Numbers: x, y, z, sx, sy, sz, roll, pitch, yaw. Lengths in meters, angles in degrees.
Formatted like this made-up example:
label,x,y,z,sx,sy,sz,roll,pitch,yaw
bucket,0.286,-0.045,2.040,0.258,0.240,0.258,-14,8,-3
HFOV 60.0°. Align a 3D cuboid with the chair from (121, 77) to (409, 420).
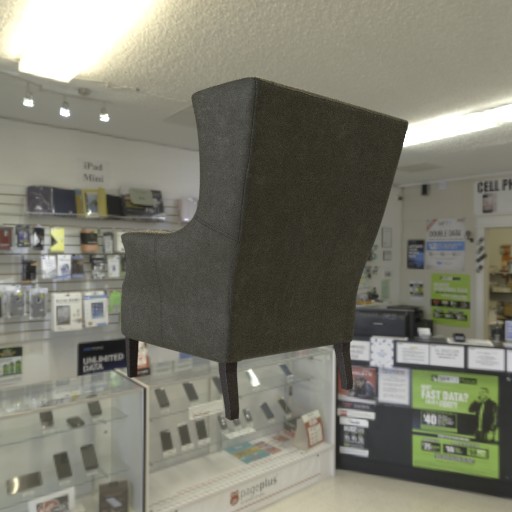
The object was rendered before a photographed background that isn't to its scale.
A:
label,x,y,z,sx,sy,sz,roll,pitch,yaw
chair,0.000,0.000,1.733,0.853,1.016,0.926,0,0,-36
